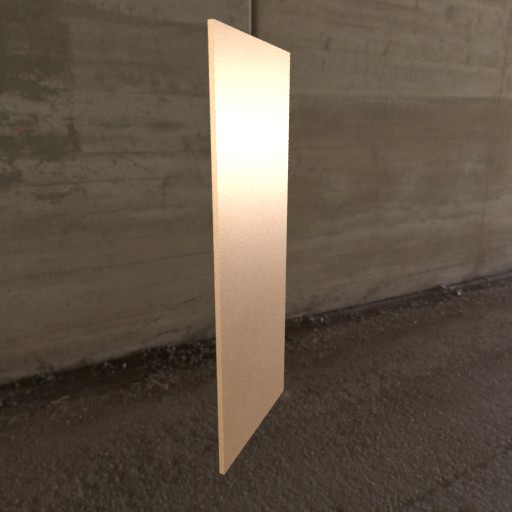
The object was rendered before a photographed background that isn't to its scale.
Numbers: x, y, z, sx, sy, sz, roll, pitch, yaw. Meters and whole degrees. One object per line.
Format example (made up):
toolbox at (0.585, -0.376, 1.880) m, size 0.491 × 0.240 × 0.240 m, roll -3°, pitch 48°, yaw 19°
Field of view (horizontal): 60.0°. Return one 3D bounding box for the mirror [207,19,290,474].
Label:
mirror at (0.000, 0.000, 2.274) m, size 0.026 × 2.031 × 0.812 m, roll 7°, pitch 17°, yaw 24°
